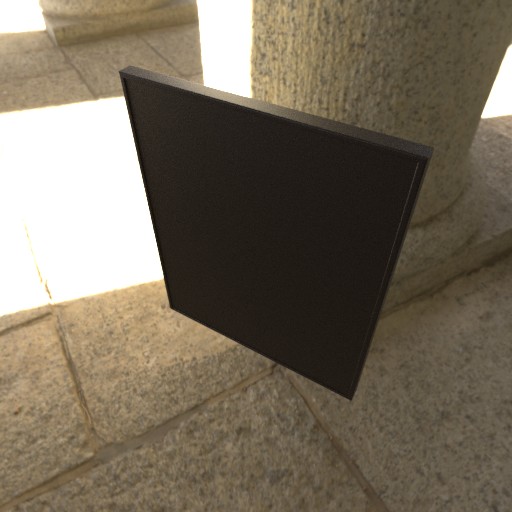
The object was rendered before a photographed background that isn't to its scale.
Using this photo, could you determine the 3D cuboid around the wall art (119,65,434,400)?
[{"bbox_3d":[0.000,0.000,0.765,0.451,0.551,0.028,23,49,21],"label":"wall art"}]
